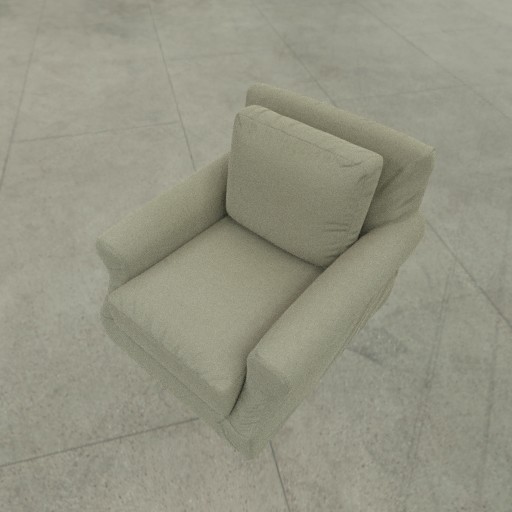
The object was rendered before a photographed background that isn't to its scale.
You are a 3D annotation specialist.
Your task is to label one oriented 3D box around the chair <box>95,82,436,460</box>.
[{"bbox_3d":[0.000,0.000,1.738,0.940,0.866,1.066,31,53,27],"label":"chair"}]
